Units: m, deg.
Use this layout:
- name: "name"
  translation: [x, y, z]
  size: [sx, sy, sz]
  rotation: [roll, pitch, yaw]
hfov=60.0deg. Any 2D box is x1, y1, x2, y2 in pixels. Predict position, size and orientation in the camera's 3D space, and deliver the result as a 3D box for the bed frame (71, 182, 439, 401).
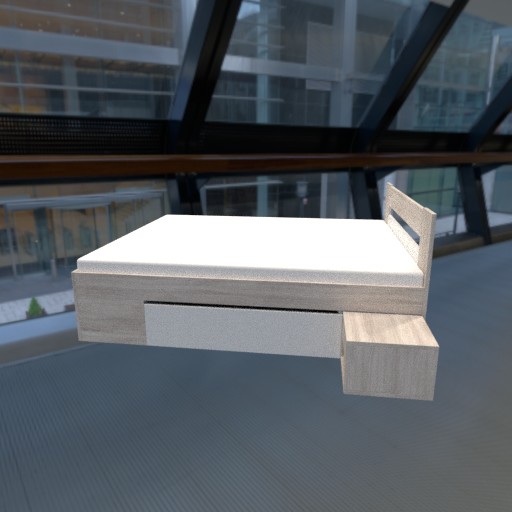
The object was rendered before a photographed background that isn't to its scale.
- name: "bed frame"
  translation: [0.000, 0.000, 3.129]
  size: [2.050, 0.860, 2.040]
  rotation: [2, 15, 8]
